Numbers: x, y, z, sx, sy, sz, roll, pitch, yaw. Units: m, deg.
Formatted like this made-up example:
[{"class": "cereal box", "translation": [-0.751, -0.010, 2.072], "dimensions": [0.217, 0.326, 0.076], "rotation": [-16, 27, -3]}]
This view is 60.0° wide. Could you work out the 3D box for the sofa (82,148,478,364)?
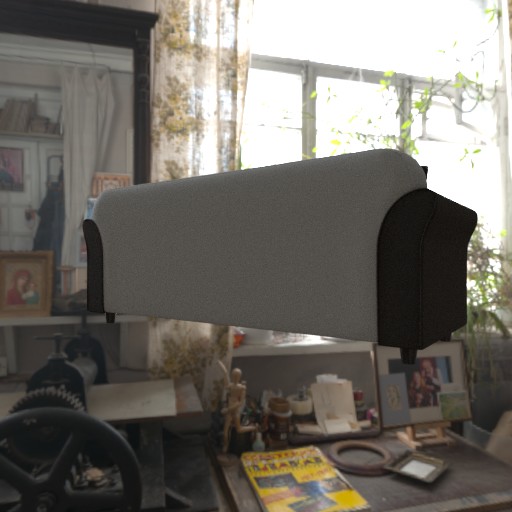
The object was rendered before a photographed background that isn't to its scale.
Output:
[{"class": "sofa", "translation": [0.000, 0.000, 2.338], "dimensions": [2.001, 0.787, 0.755], "rotation": [0, -1, 36]}]
